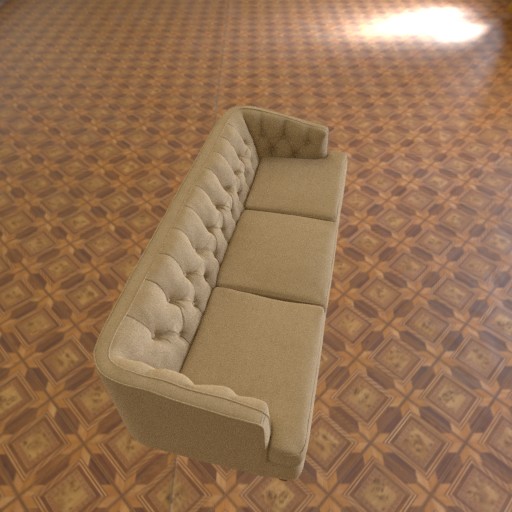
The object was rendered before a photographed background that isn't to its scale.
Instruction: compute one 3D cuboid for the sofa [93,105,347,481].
[{"bbox_3d":[0.000,0.000,2.623,0.913,0.788,2.235,9,47,9],"label":"sofa"}]
